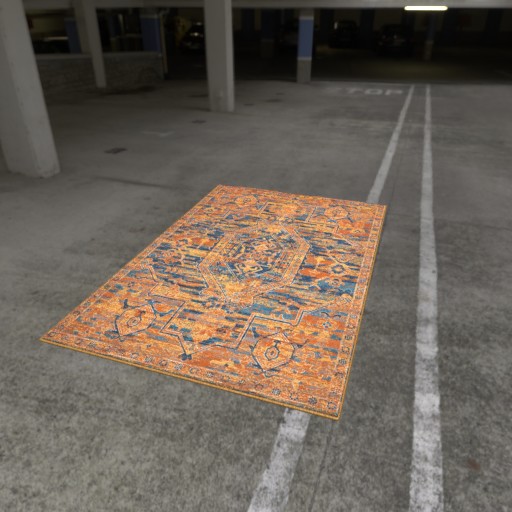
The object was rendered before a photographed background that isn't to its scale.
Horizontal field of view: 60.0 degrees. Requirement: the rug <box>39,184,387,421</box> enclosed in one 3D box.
[{"bbox_3d":[0.000,0.000,2.245,1.148,0.013,1.758,10,31,16],"label":"rug"}]
